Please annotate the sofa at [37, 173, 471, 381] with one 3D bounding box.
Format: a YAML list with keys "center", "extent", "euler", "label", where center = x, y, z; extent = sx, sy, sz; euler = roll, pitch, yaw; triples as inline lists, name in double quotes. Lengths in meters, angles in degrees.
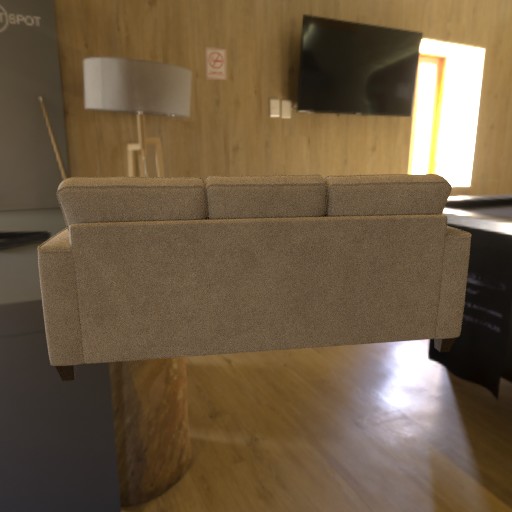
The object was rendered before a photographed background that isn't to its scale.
- center: [0.000, 0.000, 2.587]
  extent: [2.133, 0.965, 0.939]
  euler: [-2, 14, -9]
  label: "sofa"
